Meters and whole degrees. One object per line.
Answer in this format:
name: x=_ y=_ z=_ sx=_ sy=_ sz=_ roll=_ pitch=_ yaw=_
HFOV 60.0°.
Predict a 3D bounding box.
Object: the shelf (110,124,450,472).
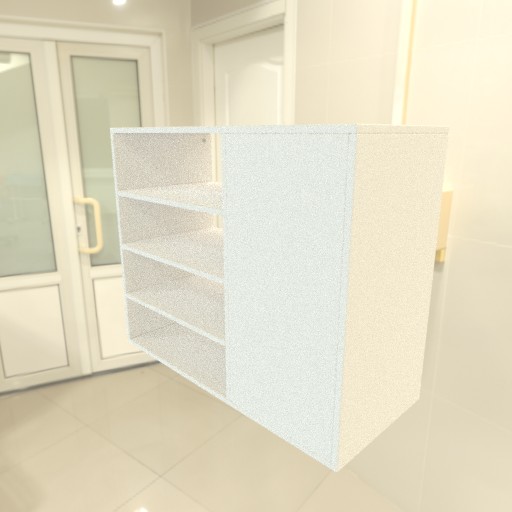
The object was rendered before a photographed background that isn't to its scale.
shelf: x=0.000 y=0.000 z=1.310 sx=0.895 sy=0.732 sz=0.396 roll=15 pitch=21 yaw=43
